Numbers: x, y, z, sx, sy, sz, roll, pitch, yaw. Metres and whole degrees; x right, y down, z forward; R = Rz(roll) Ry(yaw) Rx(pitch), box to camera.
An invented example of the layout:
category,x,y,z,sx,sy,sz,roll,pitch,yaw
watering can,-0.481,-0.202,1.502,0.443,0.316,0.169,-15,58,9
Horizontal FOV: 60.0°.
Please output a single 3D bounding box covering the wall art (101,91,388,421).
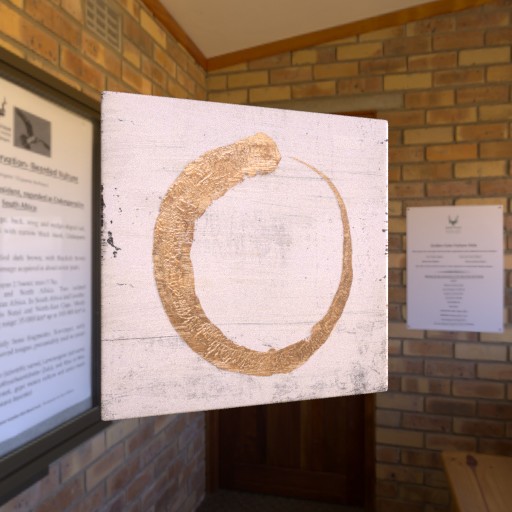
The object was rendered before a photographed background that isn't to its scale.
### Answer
category,x,y,z,sx,sy,sz,roll,pitch,yaw
wall art,0.000,0.000,0.926,0.610,0.611,0.040,0,0,-17
